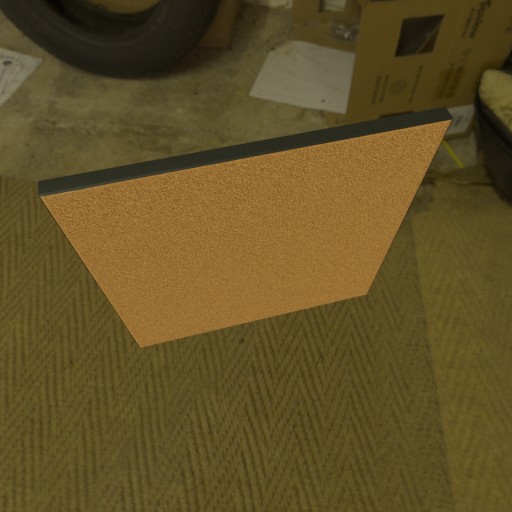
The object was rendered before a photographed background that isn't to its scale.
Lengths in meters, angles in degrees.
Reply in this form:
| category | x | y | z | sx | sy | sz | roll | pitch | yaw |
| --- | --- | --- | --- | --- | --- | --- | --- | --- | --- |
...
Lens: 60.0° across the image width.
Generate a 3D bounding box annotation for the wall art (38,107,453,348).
| category | x | y | z | sx | sy | sz | roll | pitch | yaw |
| --- | --- | --- | --- | --- | --- | --- | --- | --- | --- |
| wall art | 0.000 | 0.000 | 0.671 | 0.456 | 0.453 | 0.022 | -12 | 60 | -7 |
